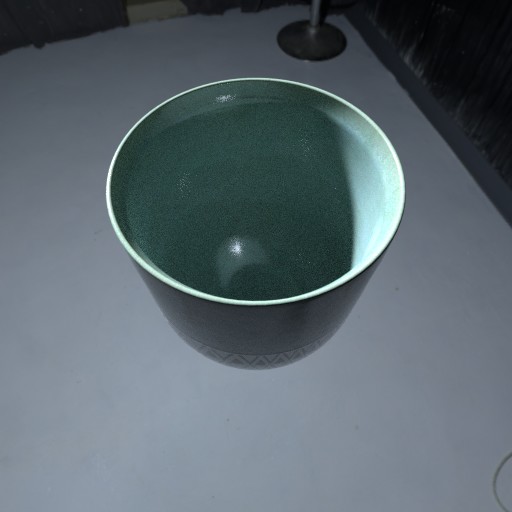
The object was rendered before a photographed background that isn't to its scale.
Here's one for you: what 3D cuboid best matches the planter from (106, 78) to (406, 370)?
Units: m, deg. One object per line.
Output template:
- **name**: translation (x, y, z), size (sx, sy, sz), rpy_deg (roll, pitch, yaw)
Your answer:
- **planter**: translation (0.000, 0.000, 0.387), size (0.198, 0.214, 0.198), rpy_deg (0, 58, 0)
